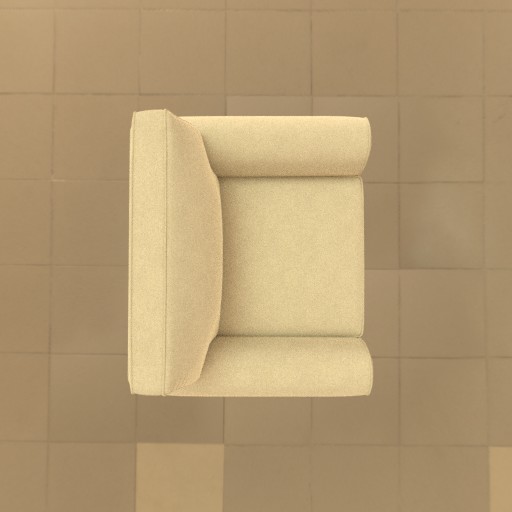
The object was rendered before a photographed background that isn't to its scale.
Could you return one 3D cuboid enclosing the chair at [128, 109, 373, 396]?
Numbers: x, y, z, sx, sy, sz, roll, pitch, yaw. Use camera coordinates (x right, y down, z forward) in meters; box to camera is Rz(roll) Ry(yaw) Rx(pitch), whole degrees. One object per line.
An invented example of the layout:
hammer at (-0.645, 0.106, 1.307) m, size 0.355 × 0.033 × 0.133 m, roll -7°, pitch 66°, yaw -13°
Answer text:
chair at (0.000, 0.000, 1.749) m, size 0.863 × 0.955 × 1.040 m, roll 0°, pitch 88°, yaw 0°
